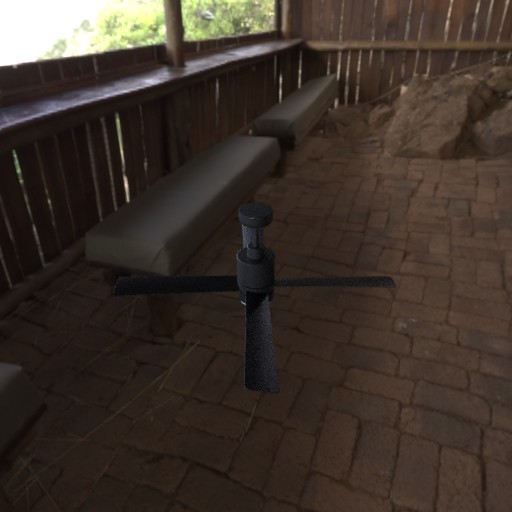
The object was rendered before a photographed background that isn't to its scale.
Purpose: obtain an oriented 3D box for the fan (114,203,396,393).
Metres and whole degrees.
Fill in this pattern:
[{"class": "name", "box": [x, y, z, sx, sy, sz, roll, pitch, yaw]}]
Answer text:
[{"class": "fan", "box": [0.000, 0.000, 2.340, 1.525, 0.534, 1.525, -1, 31, -1]}]
